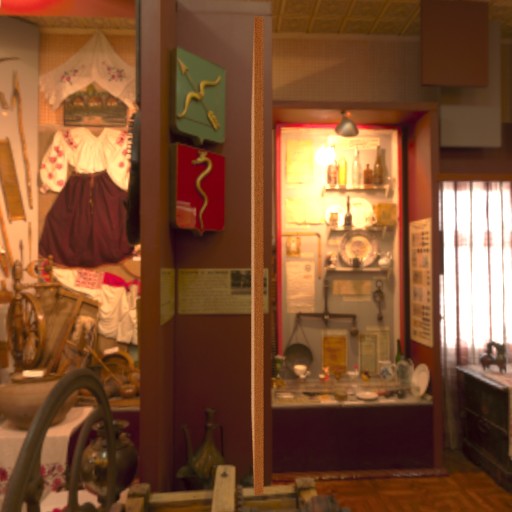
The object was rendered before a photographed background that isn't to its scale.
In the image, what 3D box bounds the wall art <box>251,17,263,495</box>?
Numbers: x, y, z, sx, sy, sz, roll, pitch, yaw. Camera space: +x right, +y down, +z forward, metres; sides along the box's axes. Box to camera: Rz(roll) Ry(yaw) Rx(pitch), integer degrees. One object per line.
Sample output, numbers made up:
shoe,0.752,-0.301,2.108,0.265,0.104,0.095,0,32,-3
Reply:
wall art,0.000,0.000,0.823,0.013,0.683,0.381,0,-1,-1
